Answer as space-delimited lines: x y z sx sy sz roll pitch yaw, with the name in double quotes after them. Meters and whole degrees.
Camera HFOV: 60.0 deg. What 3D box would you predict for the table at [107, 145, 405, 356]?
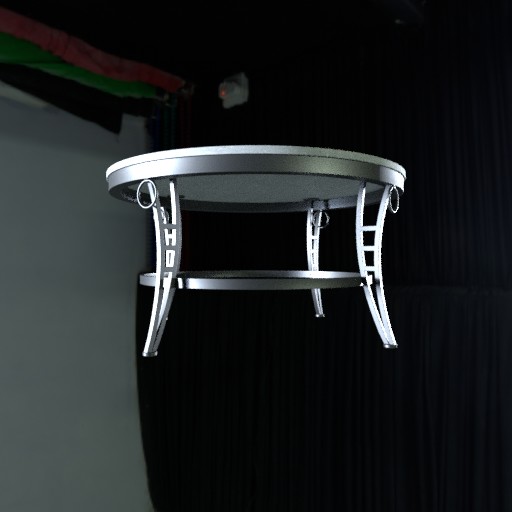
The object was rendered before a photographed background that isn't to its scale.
0.000 0.000 1.391 0.889 0.470 0.889 0 0 0 "table"
